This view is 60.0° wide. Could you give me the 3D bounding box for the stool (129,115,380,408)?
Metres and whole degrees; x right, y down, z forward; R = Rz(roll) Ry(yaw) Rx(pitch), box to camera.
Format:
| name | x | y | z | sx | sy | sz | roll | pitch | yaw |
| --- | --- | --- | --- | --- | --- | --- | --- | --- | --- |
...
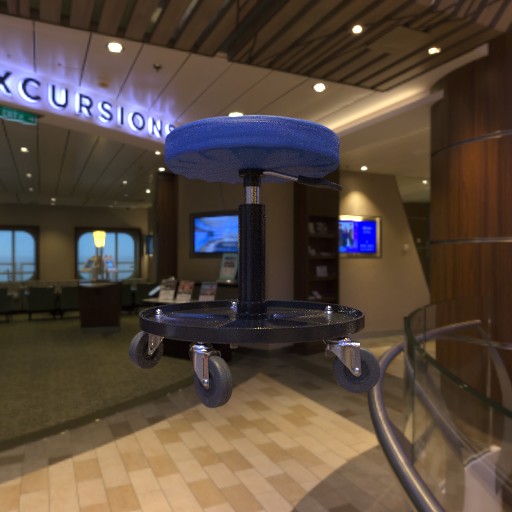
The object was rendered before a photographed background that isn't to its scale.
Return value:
| name | x | y | z | sx | sy | sz | roll | pitch | yaw |
| --- | --- | --- | --- | --- | --- | --- | --- | --- | --- |
| stool | 0.000 | 0.000 | 0.697 | 0.382 | 0.365 | 0.381 | 0 | 0 | 18 |
